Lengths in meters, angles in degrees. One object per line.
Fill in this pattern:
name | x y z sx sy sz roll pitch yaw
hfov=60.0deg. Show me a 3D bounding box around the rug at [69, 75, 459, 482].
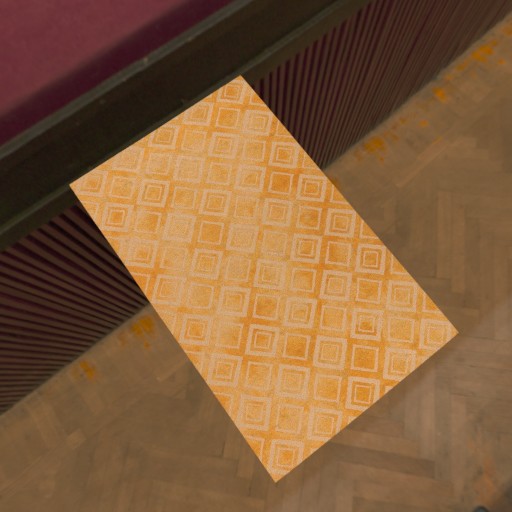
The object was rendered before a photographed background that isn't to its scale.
rug | 0.000 0.000 3.029 1.511 0.010 2.424 -36 79 -8
